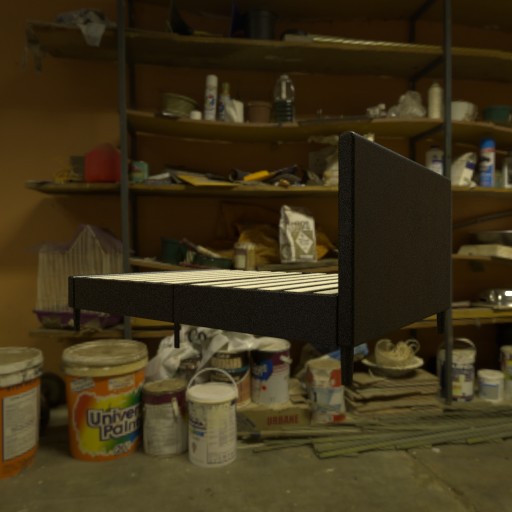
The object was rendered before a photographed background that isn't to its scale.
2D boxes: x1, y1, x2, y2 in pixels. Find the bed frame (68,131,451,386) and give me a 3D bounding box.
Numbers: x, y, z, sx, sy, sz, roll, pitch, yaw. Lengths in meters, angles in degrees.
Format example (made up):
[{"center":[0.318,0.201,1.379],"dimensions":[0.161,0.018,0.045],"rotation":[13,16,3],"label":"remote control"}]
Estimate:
[{"center":[0.000,0.000,3.277],"dimensions":[2.318,1.127,1.634],"rotation":[1,1,37],"label":"bed frame"}]
